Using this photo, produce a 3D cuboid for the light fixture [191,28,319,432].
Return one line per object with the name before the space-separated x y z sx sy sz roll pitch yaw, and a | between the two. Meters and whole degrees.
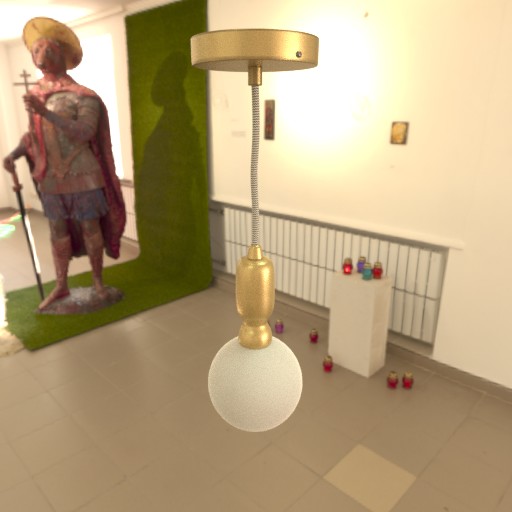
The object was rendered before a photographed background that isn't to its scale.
light fixture | 0.000 0.000 0.576 0.147 0.510 0.146 17 24 42
